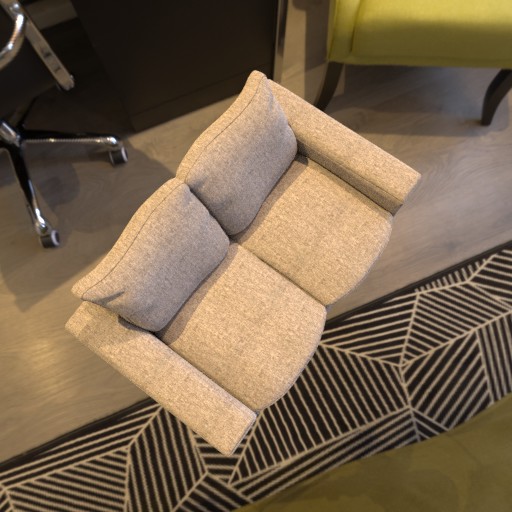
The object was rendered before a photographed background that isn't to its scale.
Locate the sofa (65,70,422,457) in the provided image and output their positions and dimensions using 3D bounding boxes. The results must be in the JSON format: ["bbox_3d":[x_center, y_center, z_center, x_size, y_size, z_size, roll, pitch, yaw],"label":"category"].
[{"bbox_3d":[0.000,0.000,2.387,1.094,0.877,1.758,35,79,8],"label":"sofa"}]
